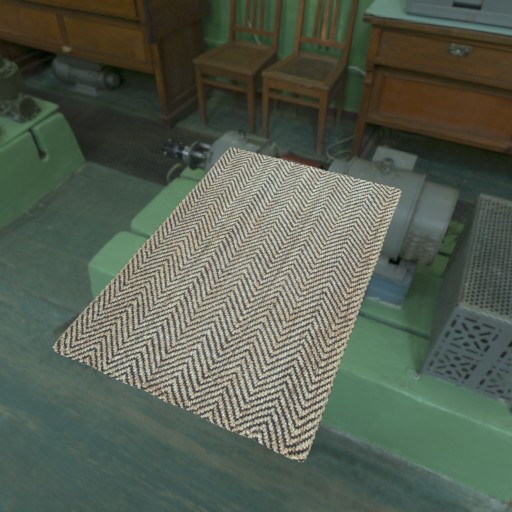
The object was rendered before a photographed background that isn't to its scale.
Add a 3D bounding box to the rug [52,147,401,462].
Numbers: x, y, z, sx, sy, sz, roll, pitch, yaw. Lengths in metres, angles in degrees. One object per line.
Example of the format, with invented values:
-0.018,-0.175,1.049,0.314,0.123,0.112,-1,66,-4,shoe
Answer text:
0.000,0.000,2.405,1.219,0.008,1.828,18,49,17,rug
